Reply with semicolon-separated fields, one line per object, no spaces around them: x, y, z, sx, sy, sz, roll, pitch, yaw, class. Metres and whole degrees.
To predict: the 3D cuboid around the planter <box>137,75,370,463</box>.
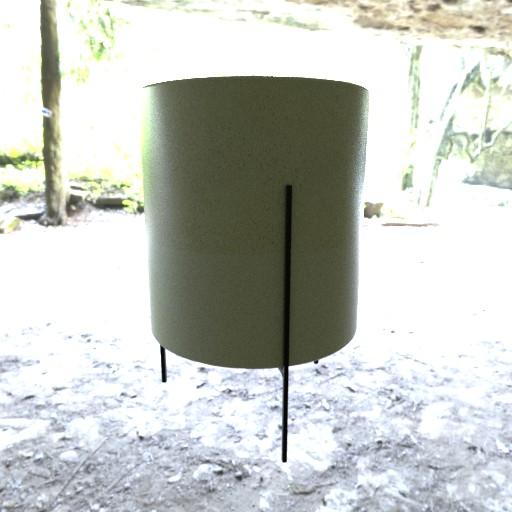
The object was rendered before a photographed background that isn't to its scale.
0.000;0.000;0.694;0.333;0.483;0.324;-13;19;-43;planter
